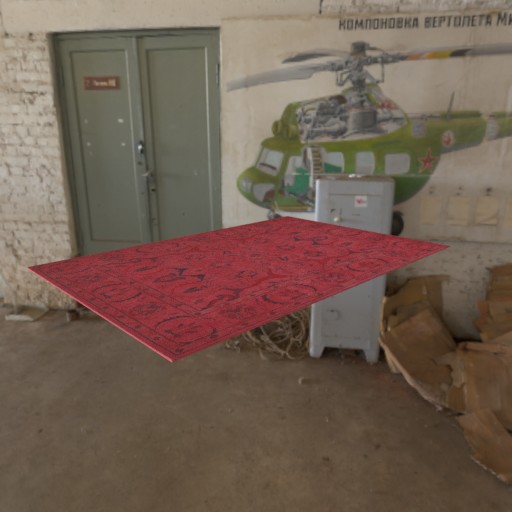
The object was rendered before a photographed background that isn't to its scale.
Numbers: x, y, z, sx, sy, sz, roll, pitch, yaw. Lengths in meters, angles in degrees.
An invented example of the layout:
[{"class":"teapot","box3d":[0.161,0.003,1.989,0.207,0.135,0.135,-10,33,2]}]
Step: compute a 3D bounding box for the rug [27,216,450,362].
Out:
[{"class":"rug","box3d":[0.000,0.000,2.258,1.814,0.008,1.209,-15,22,-42]}]
